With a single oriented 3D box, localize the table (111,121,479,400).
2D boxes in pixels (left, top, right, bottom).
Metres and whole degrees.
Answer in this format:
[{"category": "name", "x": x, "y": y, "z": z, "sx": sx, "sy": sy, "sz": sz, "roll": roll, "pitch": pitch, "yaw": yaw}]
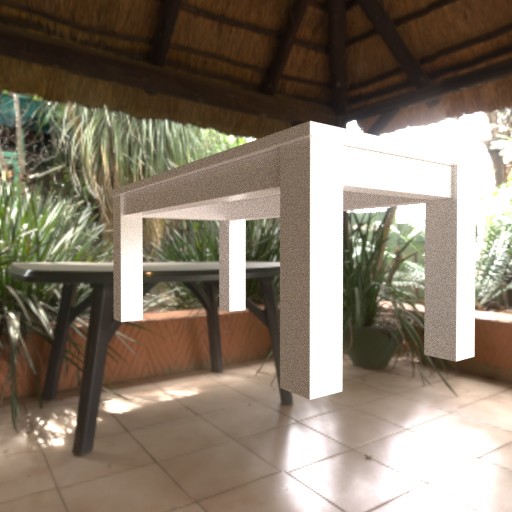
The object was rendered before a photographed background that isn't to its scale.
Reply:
[{"category": "table", "x": 0.000, "y": 0.000, "z": 2.239, "sx": 0.900, "sy": 0.790, "sz": 1.800, "roll": -1, "pitch": 1, "yaw": -35}]
